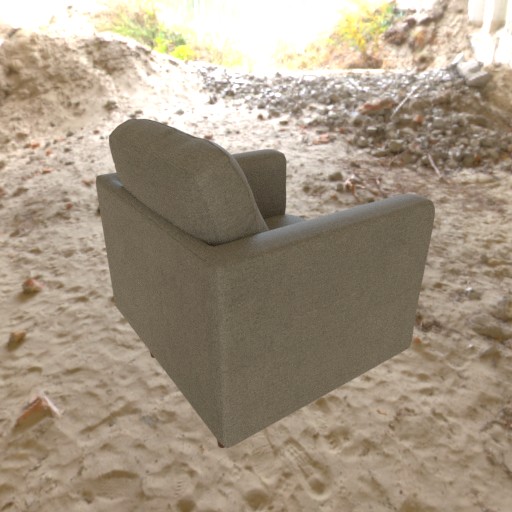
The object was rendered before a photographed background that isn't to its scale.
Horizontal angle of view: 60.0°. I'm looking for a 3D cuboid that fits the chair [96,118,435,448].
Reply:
[{"bbox_3d":[0.000,0.000,1.536,0.800,0.927,0.855,-17,31,-31],"label":"chair"}]
